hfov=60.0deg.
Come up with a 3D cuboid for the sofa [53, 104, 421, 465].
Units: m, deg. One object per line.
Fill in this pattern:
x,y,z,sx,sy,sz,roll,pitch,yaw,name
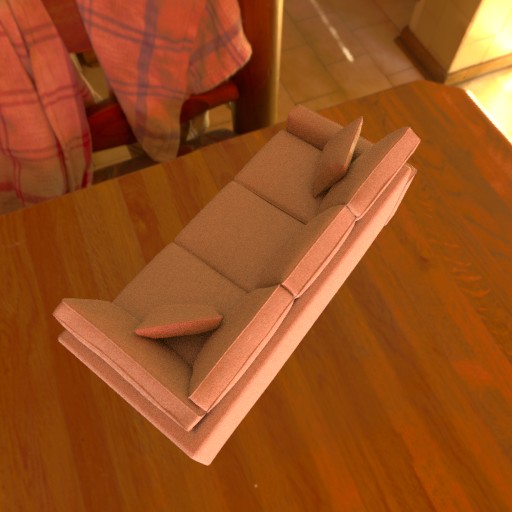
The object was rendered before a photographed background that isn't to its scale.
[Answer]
0.000,0.000,2.898,1.061,0.962,2.317,34,68,16,sofa
